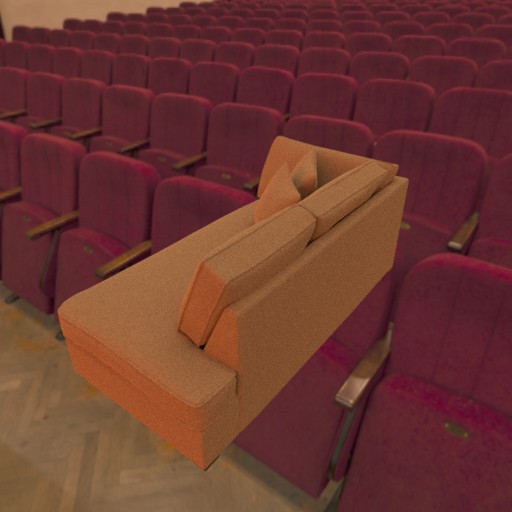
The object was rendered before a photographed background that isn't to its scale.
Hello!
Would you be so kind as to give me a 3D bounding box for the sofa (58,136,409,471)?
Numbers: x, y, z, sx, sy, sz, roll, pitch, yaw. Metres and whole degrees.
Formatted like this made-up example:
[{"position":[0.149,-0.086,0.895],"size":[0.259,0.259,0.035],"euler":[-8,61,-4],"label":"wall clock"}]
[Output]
[{"position":[0.000,0.000,2.853],"size":[1.110,1.033,2.237],"euler":[21,37,31],"label":"sofa"}]
